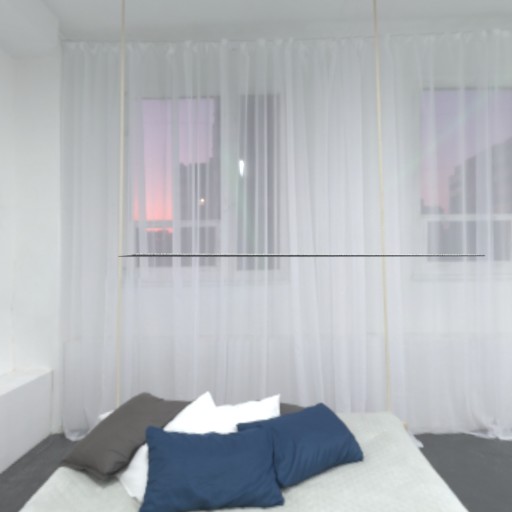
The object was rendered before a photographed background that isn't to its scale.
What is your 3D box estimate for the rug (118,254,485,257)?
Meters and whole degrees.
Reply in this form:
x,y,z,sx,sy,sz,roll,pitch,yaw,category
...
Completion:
x,y,z,sx,sy,sz,roll,pitch,yaw,category
0.000,0.000,4.191,2.438,0.012,3.048,0,0,-18,rug
